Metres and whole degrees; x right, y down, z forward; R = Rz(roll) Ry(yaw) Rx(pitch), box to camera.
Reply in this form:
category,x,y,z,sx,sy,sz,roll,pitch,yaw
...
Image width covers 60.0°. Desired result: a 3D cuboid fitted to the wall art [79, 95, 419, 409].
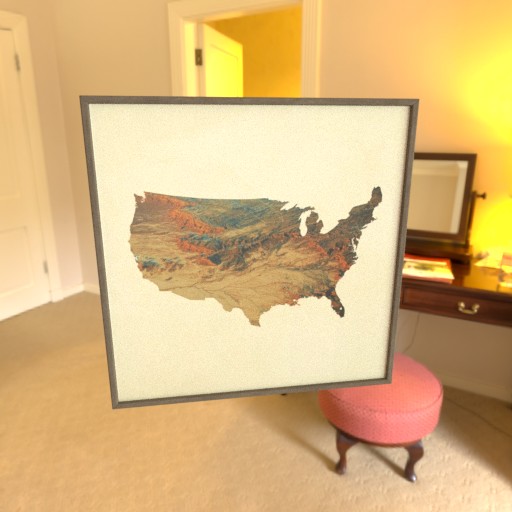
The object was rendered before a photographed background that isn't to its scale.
category,x,y,z,sx,sy,sz,roll,pitch,yaw
wall art,0.000,0.000,0.450,0.303,0.302,0.038,-3,17,-9
